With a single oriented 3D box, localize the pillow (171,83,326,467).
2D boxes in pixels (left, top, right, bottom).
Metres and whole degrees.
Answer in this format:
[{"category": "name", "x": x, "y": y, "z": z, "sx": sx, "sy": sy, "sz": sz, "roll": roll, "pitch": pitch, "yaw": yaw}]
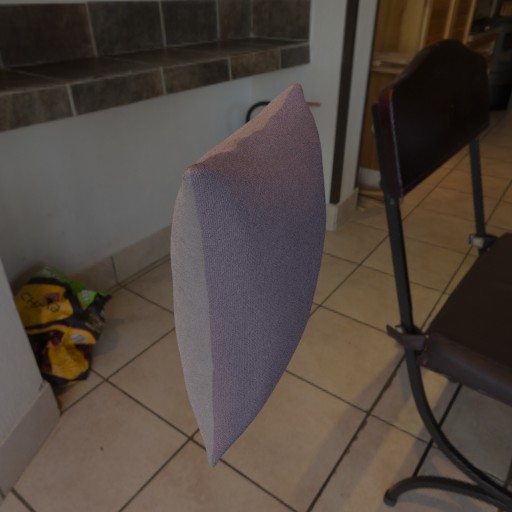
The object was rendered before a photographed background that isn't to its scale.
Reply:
[{"category": "pillow", "x": 0.000, "y": 0.000, "z": 0.691, "sx": 0.204, "sy": 0.439, "sz": 0.452, "roll": 9, "pitch": 32, "yaw": 15}]
